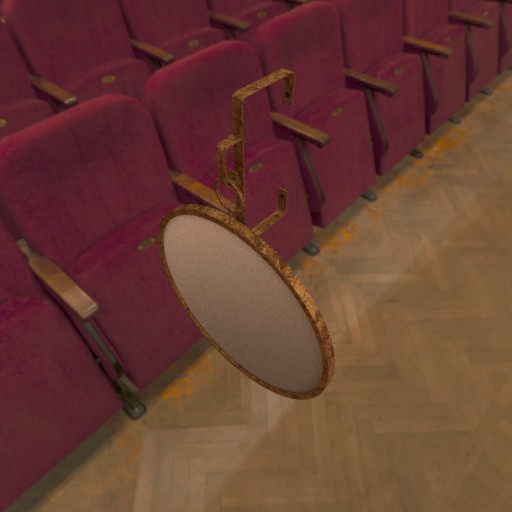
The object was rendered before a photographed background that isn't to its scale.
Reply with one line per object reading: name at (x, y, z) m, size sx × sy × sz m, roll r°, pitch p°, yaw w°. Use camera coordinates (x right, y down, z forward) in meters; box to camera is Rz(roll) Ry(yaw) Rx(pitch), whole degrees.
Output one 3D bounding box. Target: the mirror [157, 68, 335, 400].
mirror at (0.000, 0.000, 0.821) m, size 0.447 × 0.651 × 0.144 m, roll 33°, pitch 55°, yaw 27°
